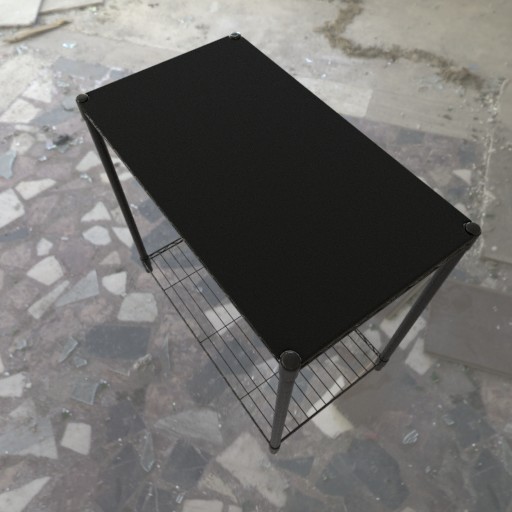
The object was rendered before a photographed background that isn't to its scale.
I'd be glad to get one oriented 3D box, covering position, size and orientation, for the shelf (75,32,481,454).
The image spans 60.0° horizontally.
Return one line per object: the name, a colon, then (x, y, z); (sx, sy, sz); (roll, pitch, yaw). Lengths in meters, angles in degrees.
shelf: (0.000, 0.000, 0.906); (0.338, 0.564, 0.589); (-31, 62, -19)
